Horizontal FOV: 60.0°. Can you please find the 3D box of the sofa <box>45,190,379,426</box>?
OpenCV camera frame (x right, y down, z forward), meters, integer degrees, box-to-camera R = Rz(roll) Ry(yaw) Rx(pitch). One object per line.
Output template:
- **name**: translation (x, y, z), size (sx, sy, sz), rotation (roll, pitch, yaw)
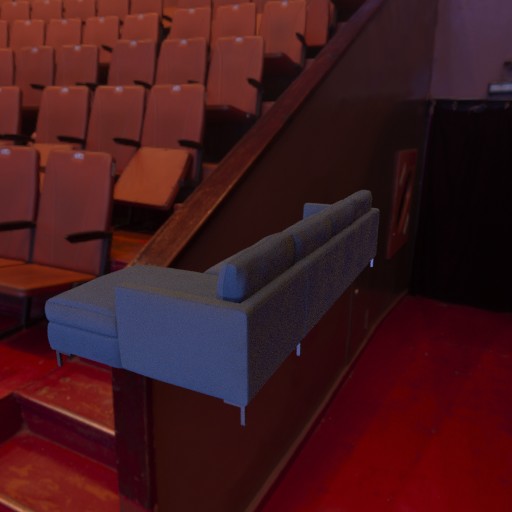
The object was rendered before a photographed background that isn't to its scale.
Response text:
- **sofa**: translation (0.000, 0.000, 3.302), size (1.255, 0.756, 2.725), rotation (8, 18, 25)
